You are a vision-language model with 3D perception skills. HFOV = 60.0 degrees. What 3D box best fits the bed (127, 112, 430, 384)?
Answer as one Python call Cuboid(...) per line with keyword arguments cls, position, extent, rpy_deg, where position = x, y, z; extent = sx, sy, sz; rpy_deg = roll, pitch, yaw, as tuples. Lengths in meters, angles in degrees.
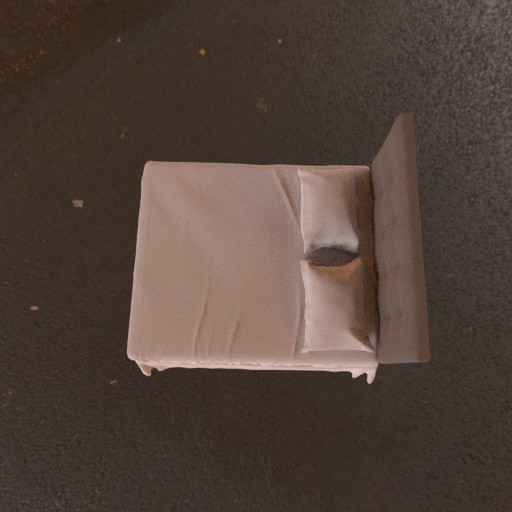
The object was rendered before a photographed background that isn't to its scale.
Cuboid(cls="bed", position=(0.000, 0.000, 3.507), extent=(2.222, 1.577, 1.936), rpy_deg=(1, 76, 0))
